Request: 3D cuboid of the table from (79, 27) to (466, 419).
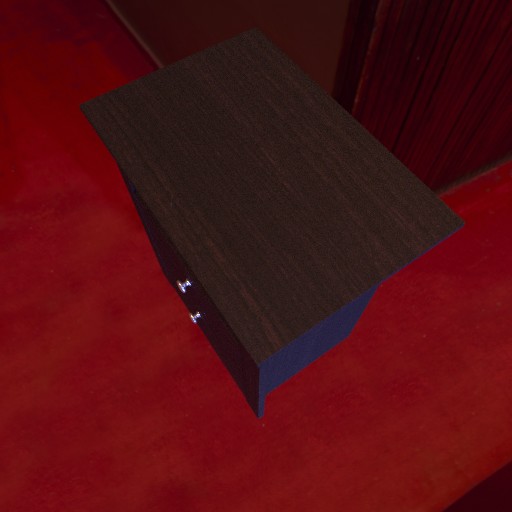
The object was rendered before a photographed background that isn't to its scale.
[{"bbox_3d":[0.000,0.000,1.080,0.406,0.711,0.591,-31,66,-15],"label":"table"}]
